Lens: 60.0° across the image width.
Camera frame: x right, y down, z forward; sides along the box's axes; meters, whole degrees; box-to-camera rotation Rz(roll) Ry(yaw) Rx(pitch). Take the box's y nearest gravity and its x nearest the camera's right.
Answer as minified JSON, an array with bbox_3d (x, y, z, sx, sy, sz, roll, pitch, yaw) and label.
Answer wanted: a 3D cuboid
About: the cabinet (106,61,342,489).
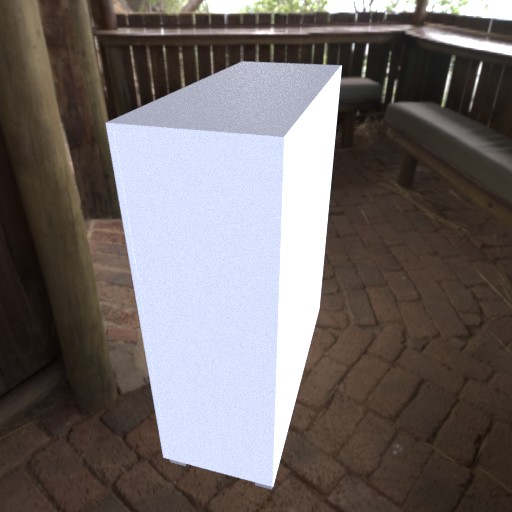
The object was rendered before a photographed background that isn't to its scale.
[{"bbox_3d":[0.000,0.000,1.638,0.400,1.190,1.000,8,32,13],"label":"cabinet"}]
